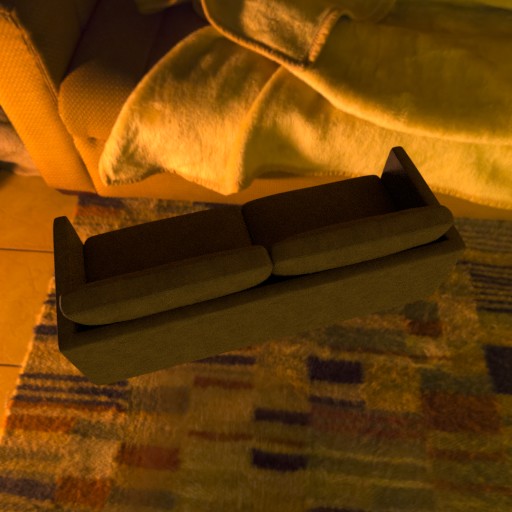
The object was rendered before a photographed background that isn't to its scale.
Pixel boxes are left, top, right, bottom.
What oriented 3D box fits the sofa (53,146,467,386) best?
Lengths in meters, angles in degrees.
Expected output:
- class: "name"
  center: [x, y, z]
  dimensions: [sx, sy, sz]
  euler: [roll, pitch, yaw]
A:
- class: "sofa"
  center: [0.000, 0.000, 2.963]
  dimensions: [2.434, 0.965, 0.951]
  euler: [-13, 59, -8]
